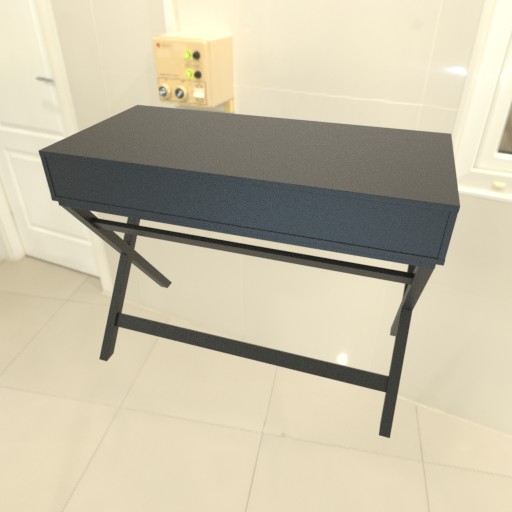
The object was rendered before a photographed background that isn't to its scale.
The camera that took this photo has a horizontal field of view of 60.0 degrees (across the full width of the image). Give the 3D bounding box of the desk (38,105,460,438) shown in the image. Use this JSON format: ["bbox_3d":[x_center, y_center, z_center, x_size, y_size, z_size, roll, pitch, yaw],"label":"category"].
[{"bbox_3d":[0.000,0.000,1.470,1.057,0.780,0.525,10,34,15],"label":"desk"}]
